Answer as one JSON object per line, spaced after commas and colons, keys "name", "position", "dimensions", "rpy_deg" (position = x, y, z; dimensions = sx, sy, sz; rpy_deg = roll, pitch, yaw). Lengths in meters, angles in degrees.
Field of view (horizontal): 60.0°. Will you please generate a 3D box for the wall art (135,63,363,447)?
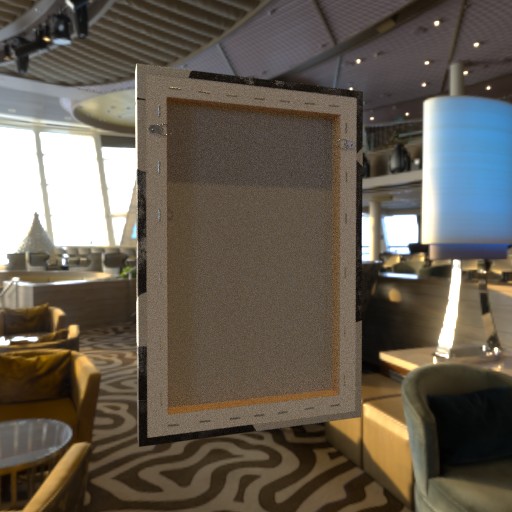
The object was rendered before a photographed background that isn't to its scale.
{"name": "wall art", "position": [0.000, 0.000, 0.783], "dimensions": [0.407, 0.610, 0.039], "rpy_deg": [0, 1, -18]}
